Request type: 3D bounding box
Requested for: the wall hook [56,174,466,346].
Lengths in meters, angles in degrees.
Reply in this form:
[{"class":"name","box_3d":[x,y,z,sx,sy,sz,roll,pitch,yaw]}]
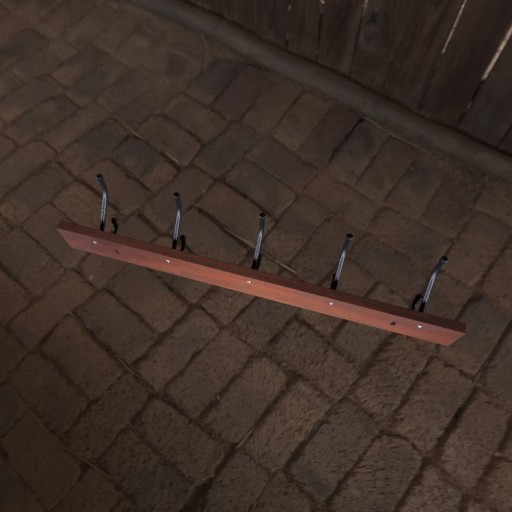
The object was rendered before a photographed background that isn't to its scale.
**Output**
[{"class":"wall hook","box_3d":[0.000,0.000,0.612,0.571,0.117,0.071,14,64,7]}]
